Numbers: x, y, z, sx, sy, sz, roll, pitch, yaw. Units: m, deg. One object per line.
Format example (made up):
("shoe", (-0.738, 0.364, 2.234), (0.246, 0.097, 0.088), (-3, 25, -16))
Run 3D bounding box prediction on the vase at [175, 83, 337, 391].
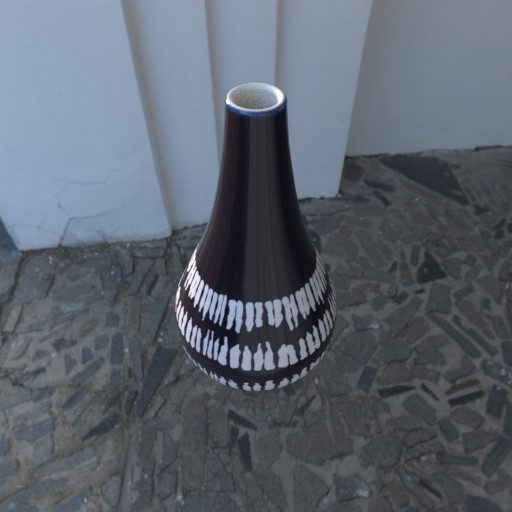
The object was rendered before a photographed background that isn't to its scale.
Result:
("vase", (0.000, 0.000, 0.385), (0.159, 0.295, 0.159), (0, 47, 0))
